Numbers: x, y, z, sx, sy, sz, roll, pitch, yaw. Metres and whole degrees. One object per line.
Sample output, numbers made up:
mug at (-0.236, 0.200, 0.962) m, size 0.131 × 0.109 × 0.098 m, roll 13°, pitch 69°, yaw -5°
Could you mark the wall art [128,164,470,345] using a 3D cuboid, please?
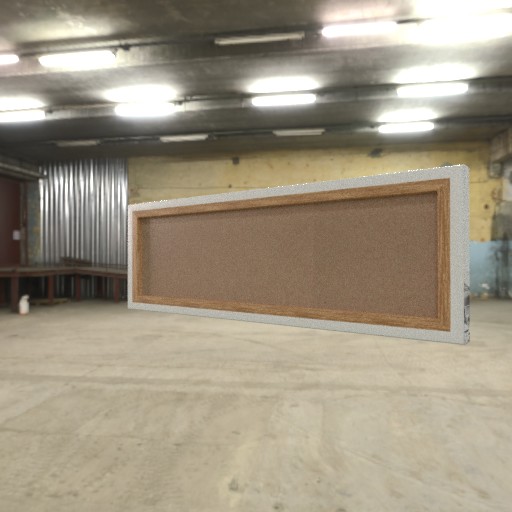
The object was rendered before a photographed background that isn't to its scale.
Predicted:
wall art at (0.000, 0.000, 0.872) m, size 0.766 × 0.256 × 0.036 m, roll 0°, pitch -1°, yaw 37°
